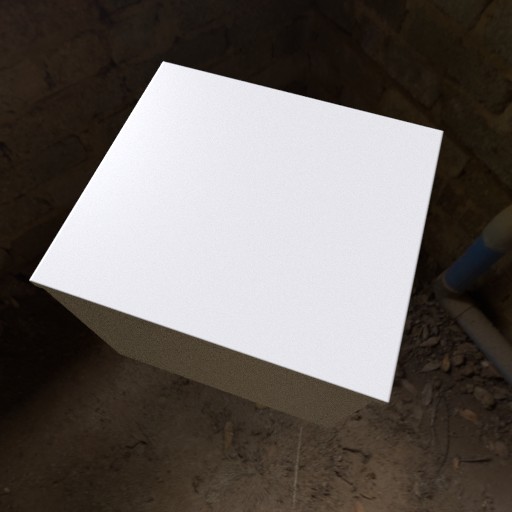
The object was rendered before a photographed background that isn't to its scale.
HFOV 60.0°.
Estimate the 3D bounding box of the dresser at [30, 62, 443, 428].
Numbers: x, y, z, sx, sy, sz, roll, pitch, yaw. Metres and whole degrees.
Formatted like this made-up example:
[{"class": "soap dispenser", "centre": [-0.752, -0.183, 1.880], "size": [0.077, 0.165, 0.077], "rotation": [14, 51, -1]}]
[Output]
[{"class": "dresser", "centre": [0.000, 0.000, 0.737], "size": [0.430, 0.360, 0.400], "rotation": [17, 65, 8]}]
